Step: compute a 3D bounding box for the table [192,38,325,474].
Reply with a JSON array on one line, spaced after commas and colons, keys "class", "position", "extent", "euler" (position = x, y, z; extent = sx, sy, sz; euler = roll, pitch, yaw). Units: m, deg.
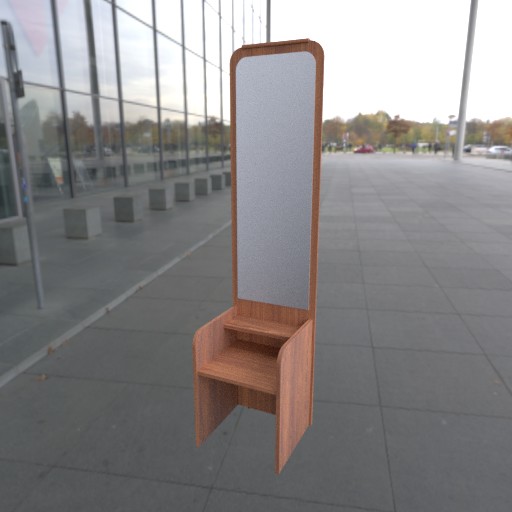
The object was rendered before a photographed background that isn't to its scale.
[{"class": "table", "position": [0.000, 0.000, 1.981], "extent": [0.450, 1.830, 0.420], "euler": [7, 16, 25]}]
